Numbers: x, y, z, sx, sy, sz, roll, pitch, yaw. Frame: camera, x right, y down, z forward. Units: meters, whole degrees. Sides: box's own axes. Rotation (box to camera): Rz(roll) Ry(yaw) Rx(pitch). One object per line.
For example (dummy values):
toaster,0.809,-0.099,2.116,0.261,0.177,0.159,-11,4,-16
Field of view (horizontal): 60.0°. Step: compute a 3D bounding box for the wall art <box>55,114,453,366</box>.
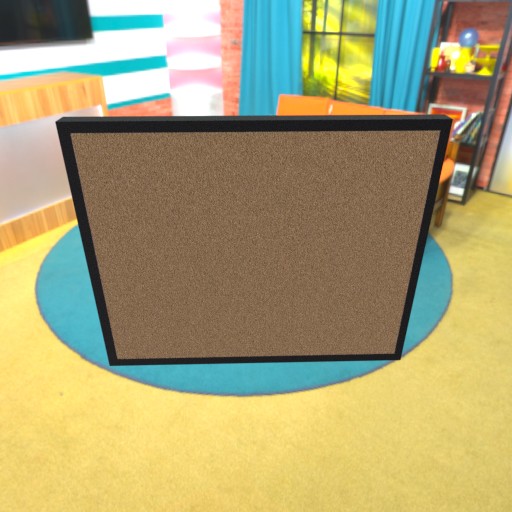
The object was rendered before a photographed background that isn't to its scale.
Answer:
wall art,0.000,0.000,0.744,0.554,0.454,0.030,-1,30,-1
